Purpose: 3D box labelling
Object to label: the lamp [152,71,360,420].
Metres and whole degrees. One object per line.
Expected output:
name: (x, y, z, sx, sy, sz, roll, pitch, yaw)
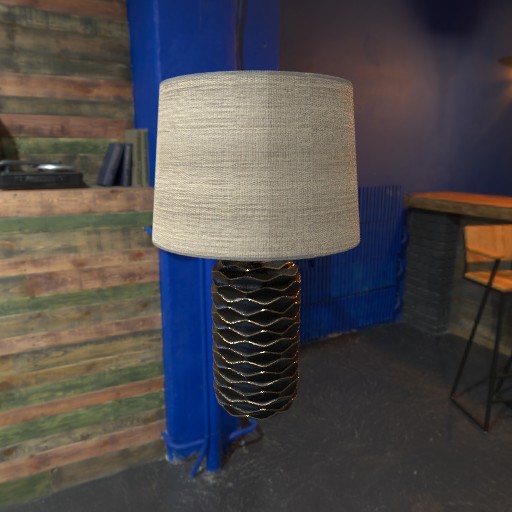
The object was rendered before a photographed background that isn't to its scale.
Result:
lamp: (0.000, 0.000, 0.829, 0.376, 0.594, 0.376, 0, 13, 0)
